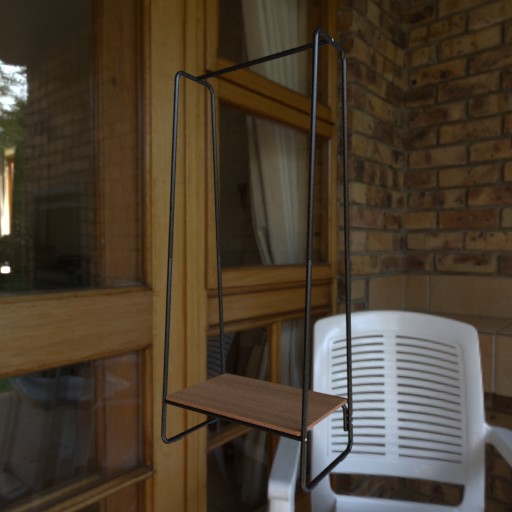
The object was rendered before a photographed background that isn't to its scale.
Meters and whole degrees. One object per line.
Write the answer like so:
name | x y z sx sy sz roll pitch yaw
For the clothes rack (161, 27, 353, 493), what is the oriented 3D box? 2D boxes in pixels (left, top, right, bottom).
clothes rack | 0.000 0.000 1.706 0.640 1.500 0.400 1 1 35
